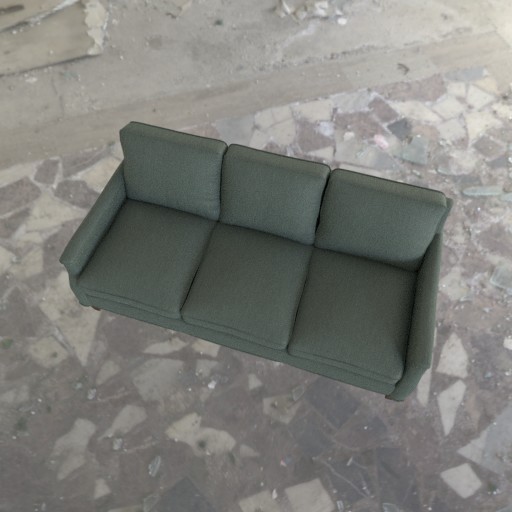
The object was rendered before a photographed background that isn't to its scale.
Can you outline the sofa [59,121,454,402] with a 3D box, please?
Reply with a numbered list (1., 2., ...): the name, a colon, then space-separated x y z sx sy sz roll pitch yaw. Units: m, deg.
1. sofa: 0.000 0.000 2.857 2.246 1.003 1.084 15 60 9
